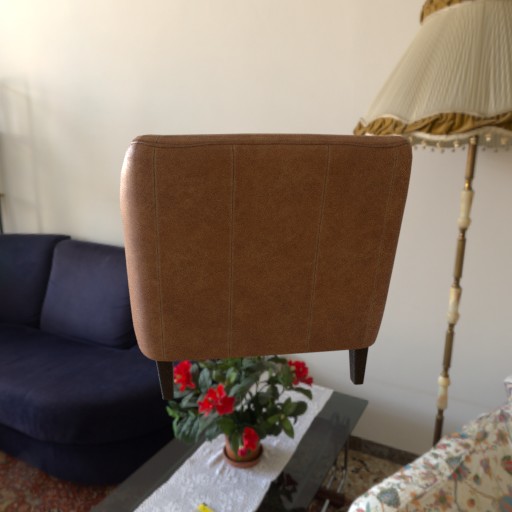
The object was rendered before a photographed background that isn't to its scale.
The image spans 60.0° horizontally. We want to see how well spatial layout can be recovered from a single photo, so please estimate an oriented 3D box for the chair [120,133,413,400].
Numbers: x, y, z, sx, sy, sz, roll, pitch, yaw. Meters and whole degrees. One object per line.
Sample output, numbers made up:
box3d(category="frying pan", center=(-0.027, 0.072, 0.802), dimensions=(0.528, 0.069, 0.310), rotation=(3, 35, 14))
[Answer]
box3d(category="chair", center=(0.000, 0.000, 1.888), dimensions=(1.037, 0.980, 1.034), rotation=(-2, 14, -8))
